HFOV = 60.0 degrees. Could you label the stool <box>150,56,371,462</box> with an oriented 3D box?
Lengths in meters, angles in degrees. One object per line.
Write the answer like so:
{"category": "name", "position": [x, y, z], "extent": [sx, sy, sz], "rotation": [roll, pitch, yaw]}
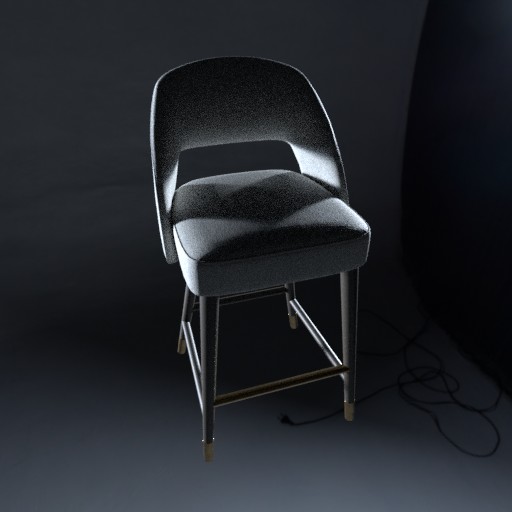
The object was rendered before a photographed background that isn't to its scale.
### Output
{"category": "stool", "position": [0.000, 0.000, 1.212], "extent": [0.494, 0.940, 0.509], "rotation": [-10, 33, -15]}
